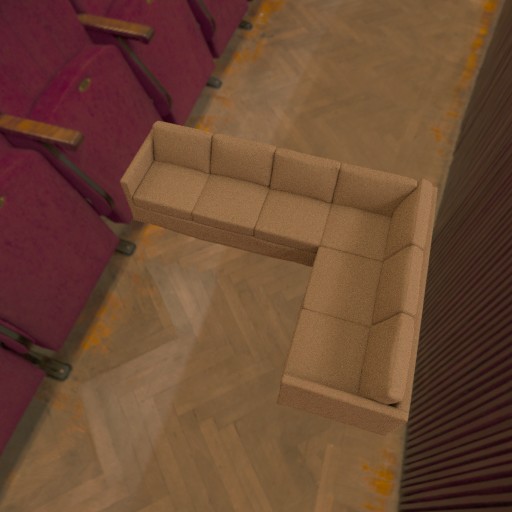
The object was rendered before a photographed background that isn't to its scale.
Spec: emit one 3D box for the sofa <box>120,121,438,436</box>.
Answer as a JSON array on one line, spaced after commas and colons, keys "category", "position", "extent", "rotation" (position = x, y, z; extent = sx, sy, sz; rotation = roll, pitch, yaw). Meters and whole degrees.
[{"category": "sofa", "position": [0.000, 0.000, 4.417], "extent": [3.182, 0.871, 2.432], "rotation": [15, 60, 9]}]
